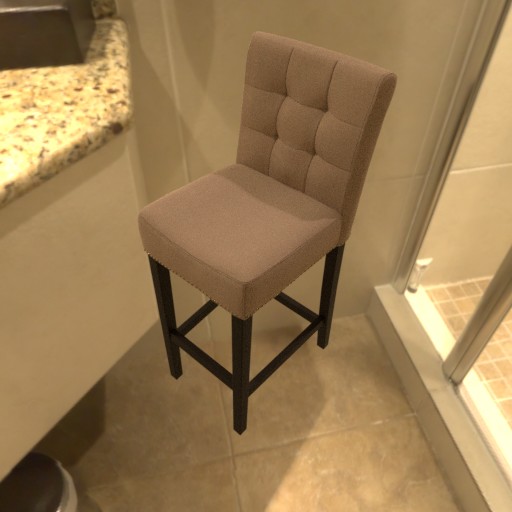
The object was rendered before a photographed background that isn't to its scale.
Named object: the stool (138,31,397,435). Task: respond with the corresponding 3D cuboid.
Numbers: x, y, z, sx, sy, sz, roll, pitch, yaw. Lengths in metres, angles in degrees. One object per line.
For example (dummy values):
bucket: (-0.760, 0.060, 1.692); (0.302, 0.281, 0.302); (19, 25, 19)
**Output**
stool: (0.000, 0.000, 1.305); (0.411, 1.047, 0.548); (31, 53, 27)
